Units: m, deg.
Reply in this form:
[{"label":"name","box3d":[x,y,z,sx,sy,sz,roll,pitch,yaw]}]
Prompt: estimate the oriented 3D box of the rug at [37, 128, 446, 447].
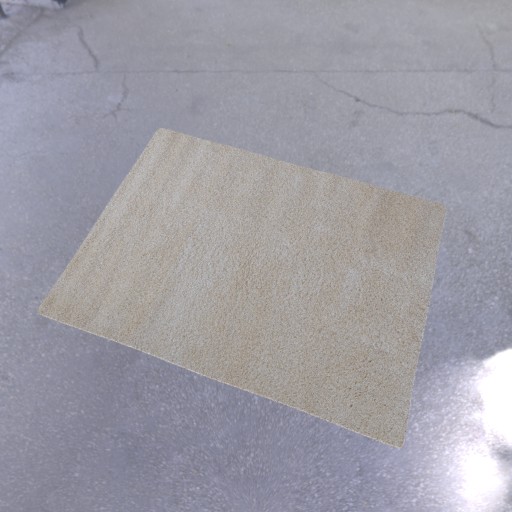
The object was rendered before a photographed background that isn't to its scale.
[{"label":"rug","box3d":[0.000,0.000,2.077,1.600,0.025,1.199,17,61,10]}]
